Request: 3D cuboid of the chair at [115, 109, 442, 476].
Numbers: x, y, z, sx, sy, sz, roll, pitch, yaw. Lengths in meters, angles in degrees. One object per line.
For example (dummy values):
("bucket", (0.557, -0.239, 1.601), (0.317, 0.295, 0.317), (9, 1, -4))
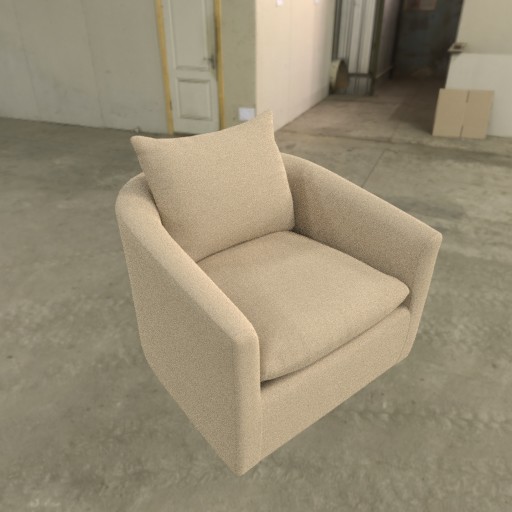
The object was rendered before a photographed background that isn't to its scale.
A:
("chair", (0.000, 0.000, 1.580), (0.845, 0.848, 0.910), (-22, 37, -32))
